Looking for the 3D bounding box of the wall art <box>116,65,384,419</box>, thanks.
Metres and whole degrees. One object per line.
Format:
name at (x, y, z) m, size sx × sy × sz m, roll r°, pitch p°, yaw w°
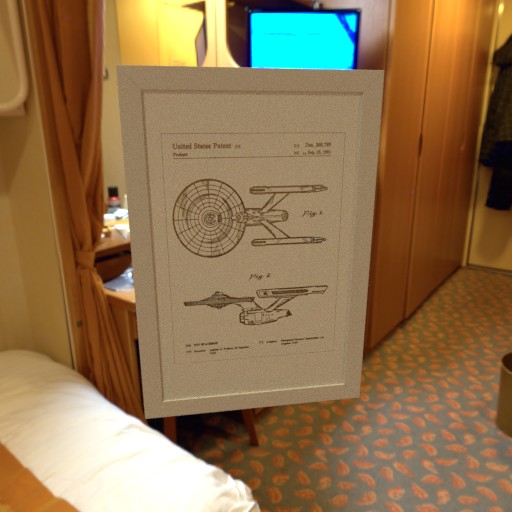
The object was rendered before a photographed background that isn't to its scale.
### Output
wall art at (0.000, 0.000, 0.838) m, size 0.454 × 0.659 × 0.011 m, roll -3°, pitch 17°, yaw -9°
